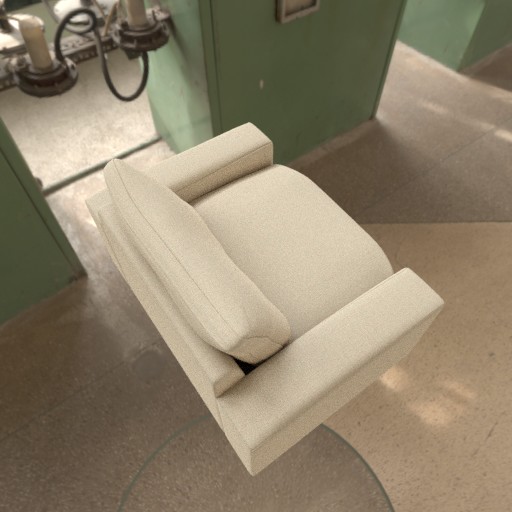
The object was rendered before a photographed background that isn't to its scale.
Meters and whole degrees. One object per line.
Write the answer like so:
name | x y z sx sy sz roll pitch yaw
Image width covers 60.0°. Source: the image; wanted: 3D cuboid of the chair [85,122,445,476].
chair | 0.000 0.000 2.053 1.039 0.915 1.398 -31 61 -19
